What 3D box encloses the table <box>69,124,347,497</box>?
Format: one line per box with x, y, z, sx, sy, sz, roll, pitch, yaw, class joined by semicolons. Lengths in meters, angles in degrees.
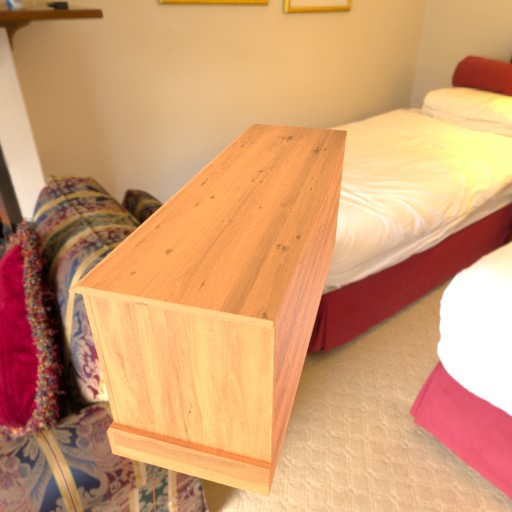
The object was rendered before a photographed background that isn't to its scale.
0.000;0.000;1.412;0.400;0.510;1.200;8;32;13;table
